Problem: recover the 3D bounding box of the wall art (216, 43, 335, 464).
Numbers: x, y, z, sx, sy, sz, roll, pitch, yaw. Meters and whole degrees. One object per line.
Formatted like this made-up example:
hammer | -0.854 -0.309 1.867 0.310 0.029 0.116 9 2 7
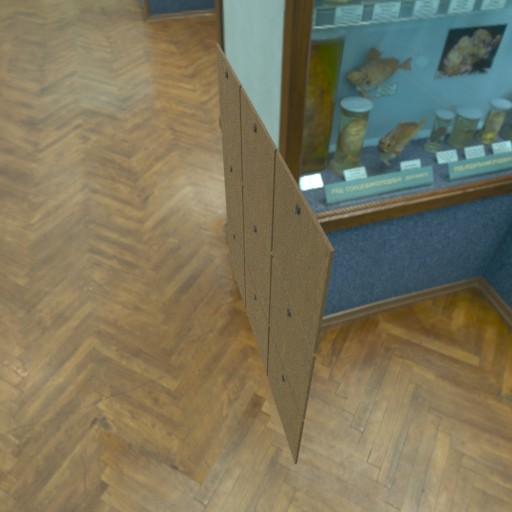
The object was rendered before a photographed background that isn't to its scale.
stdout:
wall art | 0.000 0.000 2.231 0.023 1.522 1.526 -11 46 -11
